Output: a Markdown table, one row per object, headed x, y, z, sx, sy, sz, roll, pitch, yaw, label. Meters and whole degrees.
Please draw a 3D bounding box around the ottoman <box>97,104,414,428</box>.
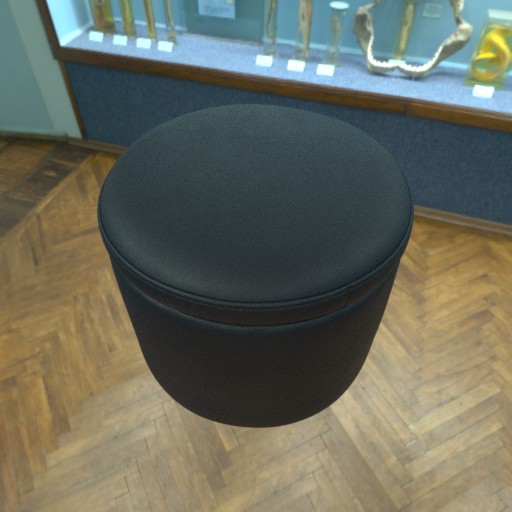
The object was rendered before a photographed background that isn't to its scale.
| x | y | z | sx | sy | sz | roll | pitch | yaw | label |
| --- | --- | --- | --- | --- | --- | --- | --- | --- | --- |
| 0.000 | 0.000 | 0.834 | 0.501 | 0.409 | 0.501 | 0 | 46 | 0 | ottoman |
